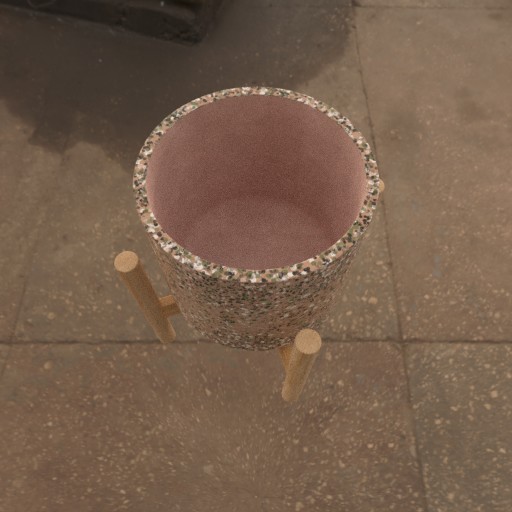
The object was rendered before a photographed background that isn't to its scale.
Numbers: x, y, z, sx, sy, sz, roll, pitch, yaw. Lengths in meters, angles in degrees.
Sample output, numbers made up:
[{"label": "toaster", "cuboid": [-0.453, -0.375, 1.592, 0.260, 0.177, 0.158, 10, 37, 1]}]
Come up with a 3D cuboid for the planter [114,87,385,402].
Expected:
[{"label": "planter", "cuboid": [0.000, 0.000, 0.543, 0.284, 0.320, 0.284, 2, 62, 1]}]
